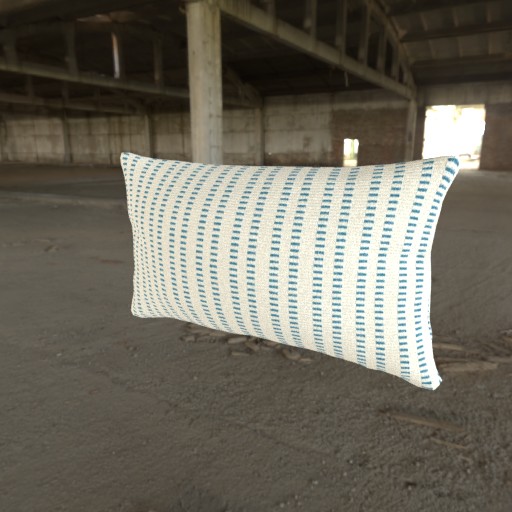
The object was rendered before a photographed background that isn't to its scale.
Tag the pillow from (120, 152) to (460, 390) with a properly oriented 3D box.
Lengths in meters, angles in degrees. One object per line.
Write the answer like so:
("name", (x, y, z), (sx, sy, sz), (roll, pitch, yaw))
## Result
("pillow", (0.000, 0.000, 0.783), (0.640, 0.353, 0.210), (8, 16, 28))
